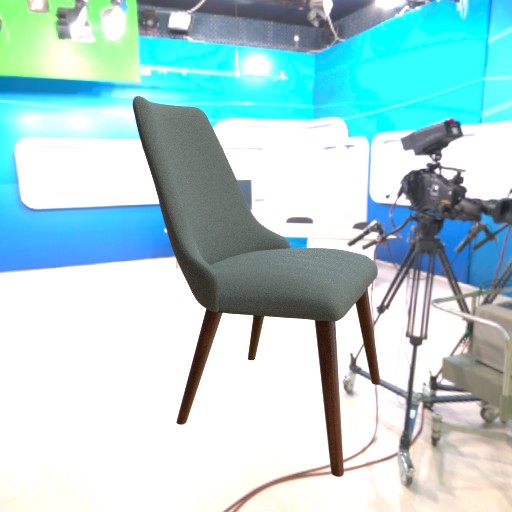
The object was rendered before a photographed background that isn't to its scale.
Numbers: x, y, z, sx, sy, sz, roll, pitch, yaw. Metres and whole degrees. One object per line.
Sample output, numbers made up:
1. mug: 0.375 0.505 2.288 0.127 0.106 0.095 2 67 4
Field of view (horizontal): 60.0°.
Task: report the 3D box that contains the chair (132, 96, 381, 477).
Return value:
1. chair: 0.000 0.000 1.336 0.707 0.918 0.535 6 13 26
